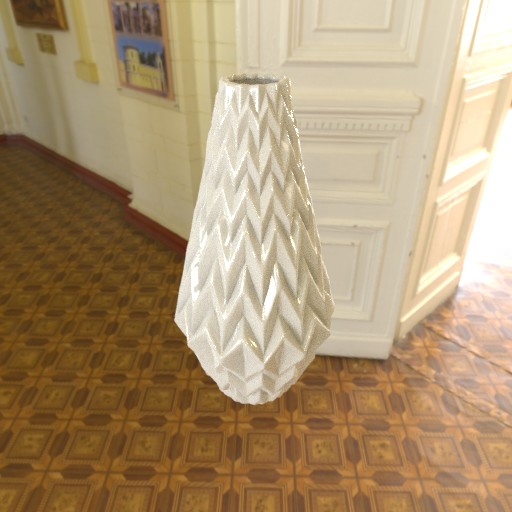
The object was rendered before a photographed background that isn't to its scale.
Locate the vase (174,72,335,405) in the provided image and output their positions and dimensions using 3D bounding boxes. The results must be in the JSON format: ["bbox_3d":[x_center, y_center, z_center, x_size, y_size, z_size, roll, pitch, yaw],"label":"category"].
[{"bbox_3d":[0.000,0.000,0.434,0.167,0.328,0.167,0,32,0],"label":"vase"}]
